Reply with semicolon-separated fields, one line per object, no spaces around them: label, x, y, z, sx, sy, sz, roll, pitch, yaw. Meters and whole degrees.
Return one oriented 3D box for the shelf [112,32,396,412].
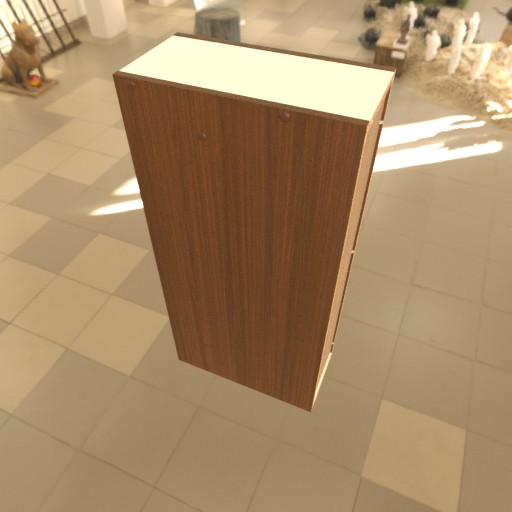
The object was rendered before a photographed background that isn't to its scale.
shelf;0.000;0.000;0.717;0.290;0.600;0.147;17;48;16
